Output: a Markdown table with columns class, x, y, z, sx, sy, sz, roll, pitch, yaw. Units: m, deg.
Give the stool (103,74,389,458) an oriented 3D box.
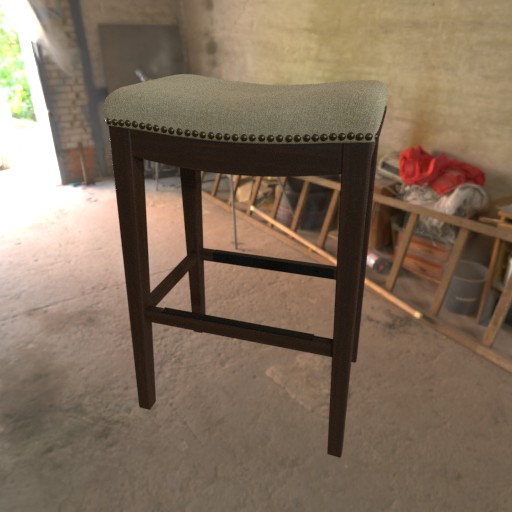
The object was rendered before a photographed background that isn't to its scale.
| class | x | y | z | sx | sy | sz | roll | pitch | yaw |
| --- | --- | --- | --- | --- | --- | --- | --- | --- | --- |
| stool | 0.000 | 0.000 | 1.037 | 0.509 | 0.768 | 0.363 | 8 | 28 | 15 |
